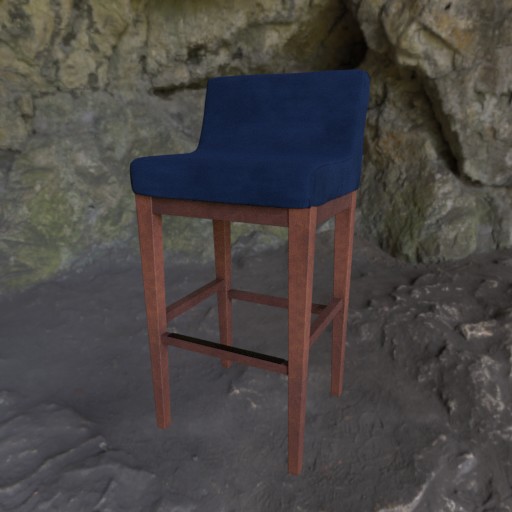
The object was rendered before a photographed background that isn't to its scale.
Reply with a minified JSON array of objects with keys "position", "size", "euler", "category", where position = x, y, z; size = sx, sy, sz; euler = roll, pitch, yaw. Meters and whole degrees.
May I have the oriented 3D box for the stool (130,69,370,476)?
[{"position":[0.000,0.000,1.307],"size":[0.511,1.037,0.500],"euler":[8,18,25],"category":"stool"}]
